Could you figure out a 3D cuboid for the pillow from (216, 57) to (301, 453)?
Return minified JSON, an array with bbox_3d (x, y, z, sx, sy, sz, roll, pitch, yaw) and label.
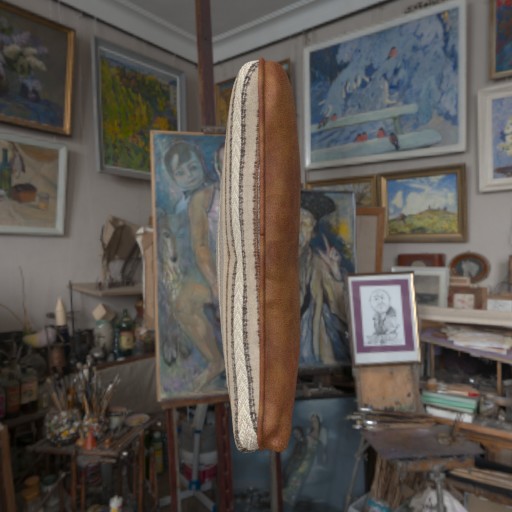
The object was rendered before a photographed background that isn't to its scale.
[{"bbox_3d":[0.000,0.000,0.756,0.130,0.490,0.489,0,1,0],"label":"pillow"}]
